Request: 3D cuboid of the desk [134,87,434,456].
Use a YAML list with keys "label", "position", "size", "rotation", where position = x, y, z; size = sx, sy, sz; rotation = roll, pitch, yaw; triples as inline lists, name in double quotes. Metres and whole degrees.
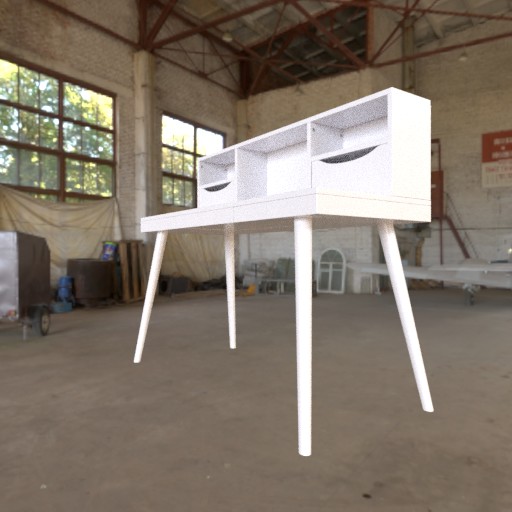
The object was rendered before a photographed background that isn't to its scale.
- label: "desk"
  position: [0.000, 0.000, 1.744]
  size: [0.559, 0.990, 1.199]
  rotation: [0, 0, -36]
